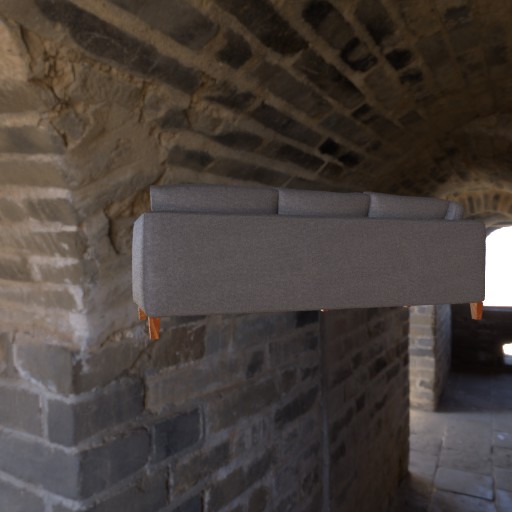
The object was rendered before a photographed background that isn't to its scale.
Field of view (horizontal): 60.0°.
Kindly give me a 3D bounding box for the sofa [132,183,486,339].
[{"bbox_3d":[0.000,0.000,4.586,2.594,0.961,3.460,0,0,-19],"label":"sofa"}]
